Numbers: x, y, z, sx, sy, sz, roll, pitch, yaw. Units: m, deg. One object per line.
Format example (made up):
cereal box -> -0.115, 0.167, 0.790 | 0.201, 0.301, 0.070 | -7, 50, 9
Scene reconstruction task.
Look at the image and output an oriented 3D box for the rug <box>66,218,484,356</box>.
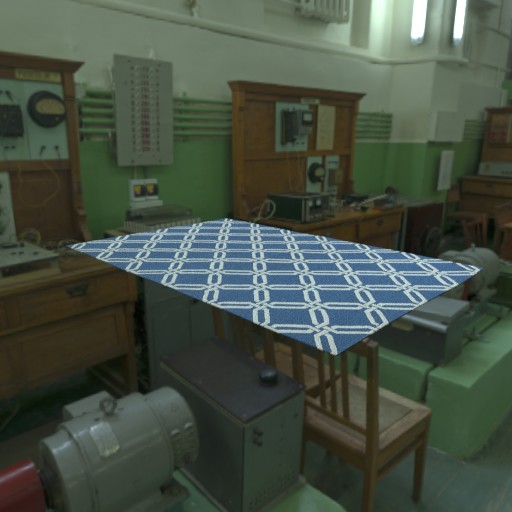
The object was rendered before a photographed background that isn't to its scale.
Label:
rug -> 0.000, 0.000, 2.177 | 1.755, 0.010, 1.153 | 15, 21, 43
